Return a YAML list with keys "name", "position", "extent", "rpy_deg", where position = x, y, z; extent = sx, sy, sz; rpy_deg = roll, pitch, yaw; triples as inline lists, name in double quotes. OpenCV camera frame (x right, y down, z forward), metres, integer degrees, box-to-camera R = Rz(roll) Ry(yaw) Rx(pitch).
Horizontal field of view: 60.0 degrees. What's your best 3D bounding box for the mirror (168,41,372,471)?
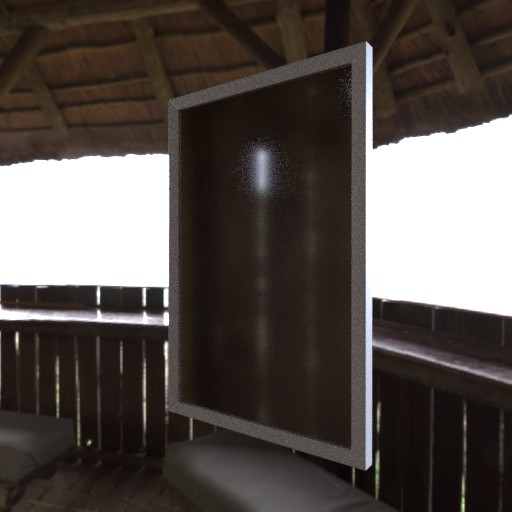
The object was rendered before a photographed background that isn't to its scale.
- name: "mirror"
  position: [0.000, 0.000, 1.139]
  extent: [0.609, 0.914, 0.041]
  rpy_deg: [0, 0, 36]
